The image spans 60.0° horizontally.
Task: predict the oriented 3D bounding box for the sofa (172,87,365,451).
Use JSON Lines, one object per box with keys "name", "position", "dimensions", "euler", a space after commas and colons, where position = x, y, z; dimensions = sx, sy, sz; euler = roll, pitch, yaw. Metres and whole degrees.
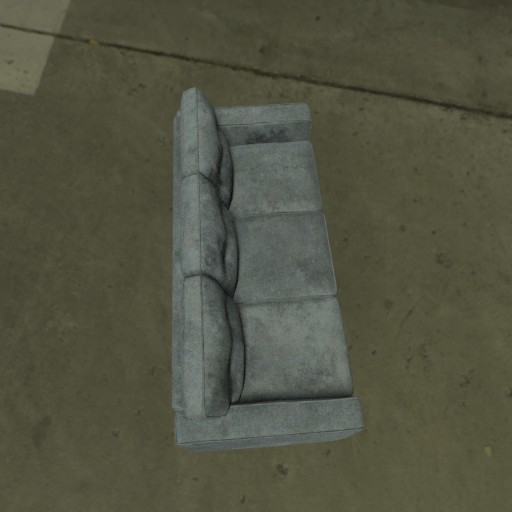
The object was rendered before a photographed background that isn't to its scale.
{"name": "sofa", "position": [0.000, 0.000, 2.725], "dimensions": [0.939, 0.965, 2.133], "euler": [-4, 64, -2]}
